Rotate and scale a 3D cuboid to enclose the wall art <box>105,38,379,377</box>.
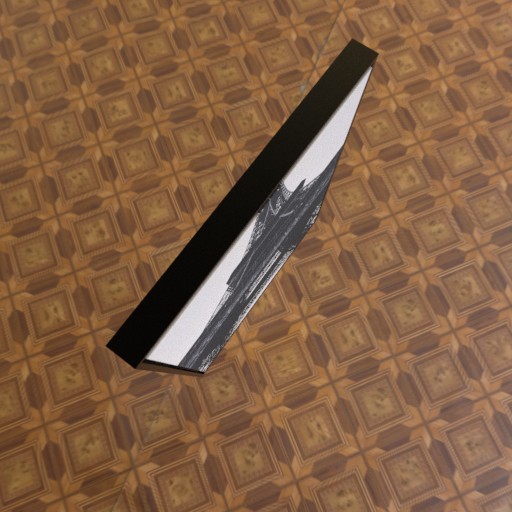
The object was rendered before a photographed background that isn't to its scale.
[{"bbox_3d":[0.000,0.000,0.747,0.039,0.553,0.451,35,77,9],"label":"wall art"}]
